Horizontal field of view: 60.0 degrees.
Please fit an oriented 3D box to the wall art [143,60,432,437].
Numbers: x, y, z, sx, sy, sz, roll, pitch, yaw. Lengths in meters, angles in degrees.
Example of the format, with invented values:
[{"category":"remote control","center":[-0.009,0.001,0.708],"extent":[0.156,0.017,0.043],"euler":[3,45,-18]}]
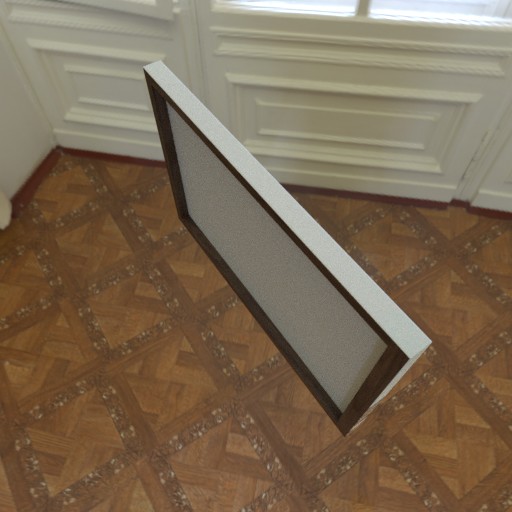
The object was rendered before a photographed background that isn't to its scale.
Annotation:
[{"category":"wall art","center":[0.000,0.000,1.157],"extent":[0.050,0.610,0.914],"euler":[-30,62,-18]}]
